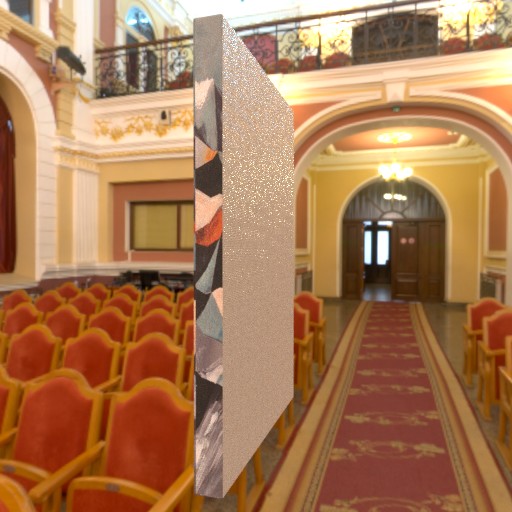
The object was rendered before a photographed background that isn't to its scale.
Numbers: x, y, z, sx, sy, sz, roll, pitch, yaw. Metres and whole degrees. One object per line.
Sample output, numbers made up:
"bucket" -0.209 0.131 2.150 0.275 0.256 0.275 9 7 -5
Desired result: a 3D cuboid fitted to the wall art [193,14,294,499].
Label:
"wall art" 0.000 0.000 1.127 0.061 0.911 0.609 0 1 17
